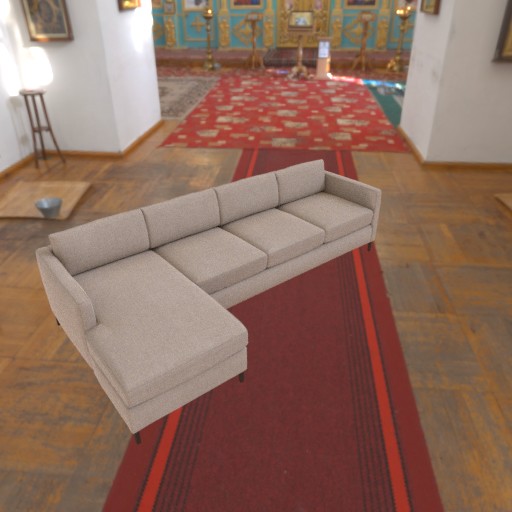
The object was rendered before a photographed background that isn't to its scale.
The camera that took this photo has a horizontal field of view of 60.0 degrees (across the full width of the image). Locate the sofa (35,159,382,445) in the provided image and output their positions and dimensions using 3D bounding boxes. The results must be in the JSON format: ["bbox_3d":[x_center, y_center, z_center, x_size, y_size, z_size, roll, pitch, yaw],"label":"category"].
[{"bbox_3d":[0.000,0.000,3.540,2.923,0.816,1.469,-22,36,-33],"label":"sofa"}]
